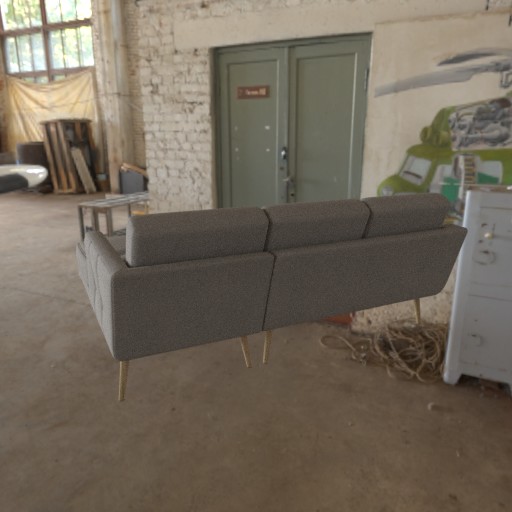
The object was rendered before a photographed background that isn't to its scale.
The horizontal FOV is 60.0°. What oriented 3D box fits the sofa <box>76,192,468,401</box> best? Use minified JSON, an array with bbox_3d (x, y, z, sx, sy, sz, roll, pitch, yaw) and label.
[{"bbox_3d":[0.000,0.000,2.826,2.040,0.860,1.530,-7,17,-25],"label":"sofa"}]
